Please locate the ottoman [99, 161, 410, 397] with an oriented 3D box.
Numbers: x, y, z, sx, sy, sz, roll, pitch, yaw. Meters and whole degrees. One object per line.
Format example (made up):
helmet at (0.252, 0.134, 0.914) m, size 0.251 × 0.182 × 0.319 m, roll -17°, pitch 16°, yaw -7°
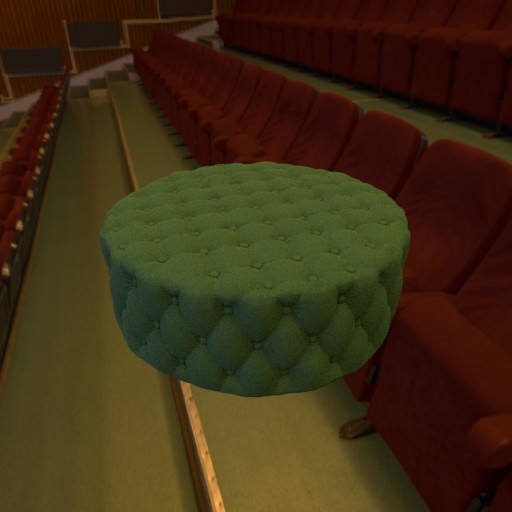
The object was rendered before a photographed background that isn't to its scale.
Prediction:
ottoman at (0.000, 0.000, 1.550) m, size 0.998 × 0.399 × 0.998 m, roll 0°, pitch 30°, yaw 0°
